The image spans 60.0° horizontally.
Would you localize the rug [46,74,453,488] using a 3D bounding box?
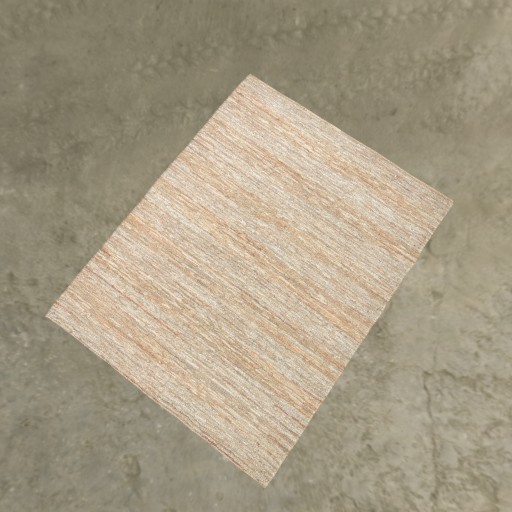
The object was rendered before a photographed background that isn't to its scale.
[{"bbox_3d":[0.000,0.000,3.876,2.313,0.009,2.939,35,78,9],"label":"rug"}]
